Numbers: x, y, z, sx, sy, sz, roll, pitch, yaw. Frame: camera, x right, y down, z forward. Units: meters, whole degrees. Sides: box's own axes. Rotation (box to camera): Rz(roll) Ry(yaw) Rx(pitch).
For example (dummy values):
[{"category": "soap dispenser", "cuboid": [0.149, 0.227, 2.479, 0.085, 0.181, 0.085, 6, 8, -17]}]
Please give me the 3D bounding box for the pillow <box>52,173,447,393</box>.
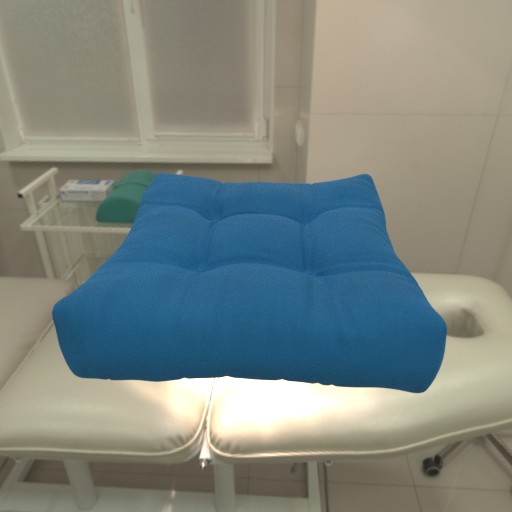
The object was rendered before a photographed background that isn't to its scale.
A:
[{"category": "pillow", "cuboid": [0.000, 0.000, 0.717, 0.468, 0.128, 0.490, 1, 30, 2]}]
